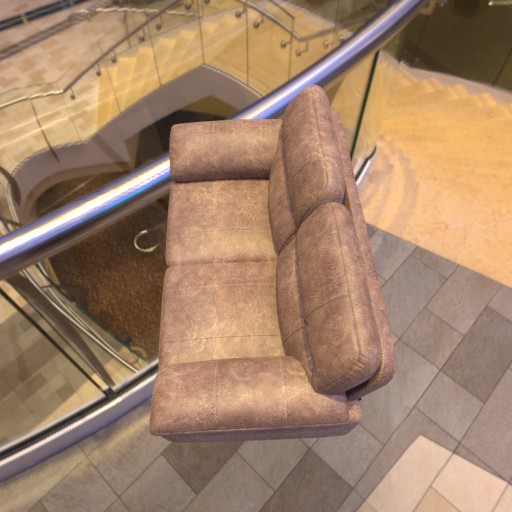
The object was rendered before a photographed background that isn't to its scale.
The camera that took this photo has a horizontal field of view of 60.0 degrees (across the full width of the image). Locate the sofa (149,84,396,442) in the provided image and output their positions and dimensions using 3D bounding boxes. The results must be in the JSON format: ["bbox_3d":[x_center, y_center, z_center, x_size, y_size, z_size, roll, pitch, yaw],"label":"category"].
[{"bbox_3d":[0.000,0.000,2.316,0.991,0.991,1.753,-3,58,-2],"label":"sofa"}]
